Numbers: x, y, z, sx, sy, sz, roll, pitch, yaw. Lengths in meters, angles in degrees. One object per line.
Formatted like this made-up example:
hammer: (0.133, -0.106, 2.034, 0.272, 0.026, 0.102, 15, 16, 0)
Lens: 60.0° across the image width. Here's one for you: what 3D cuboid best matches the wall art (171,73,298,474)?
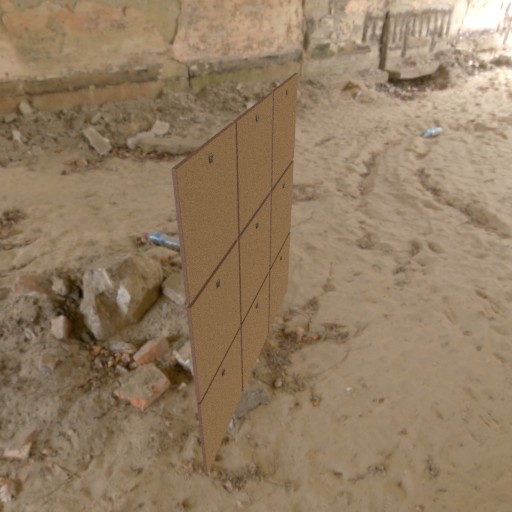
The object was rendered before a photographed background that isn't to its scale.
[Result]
wall art: (0.000, 0.000, 1.839, 0.019, 1.218, 1.221, 10, 34, 15)
